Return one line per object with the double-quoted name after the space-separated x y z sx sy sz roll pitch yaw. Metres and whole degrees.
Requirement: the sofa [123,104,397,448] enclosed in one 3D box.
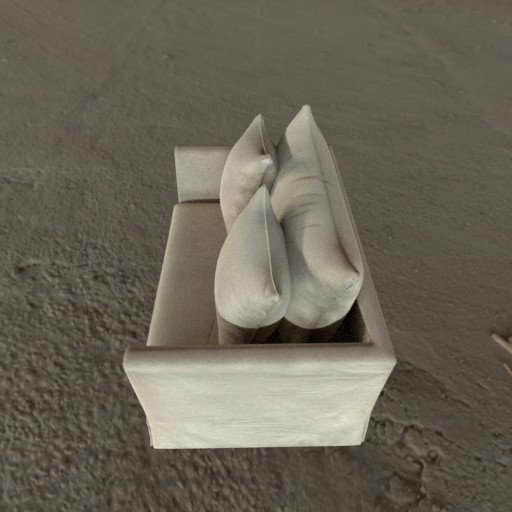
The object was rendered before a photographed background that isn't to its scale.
0.000 0.000 2.279 1.035 1.040 1.608 -1 42 -1 "sofa"
